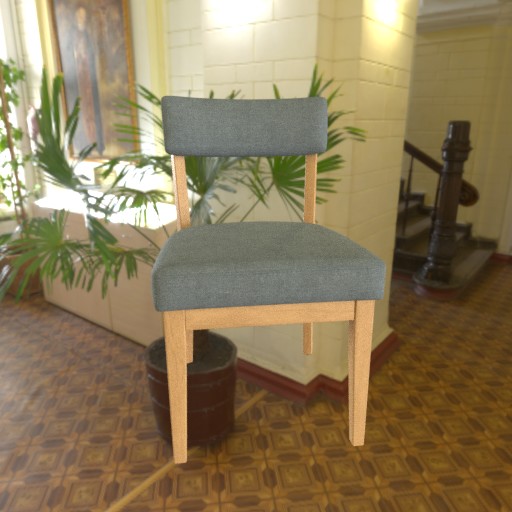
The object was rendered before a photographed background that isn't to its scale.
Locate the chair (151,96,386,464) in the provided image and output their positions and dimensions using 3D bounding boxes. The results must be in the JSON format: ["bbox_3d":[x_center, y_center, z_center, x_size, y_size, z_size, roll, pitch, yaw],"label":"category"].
[{"bbox_3d":[0.000,0.000,1.193,0.508,0.832,0.572,-2,17,-7],"label":"chair"}]
